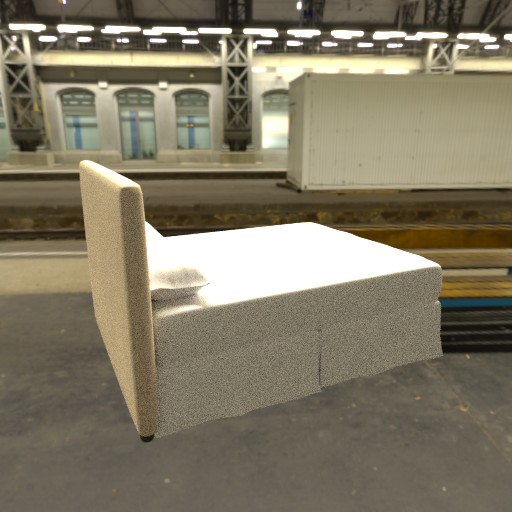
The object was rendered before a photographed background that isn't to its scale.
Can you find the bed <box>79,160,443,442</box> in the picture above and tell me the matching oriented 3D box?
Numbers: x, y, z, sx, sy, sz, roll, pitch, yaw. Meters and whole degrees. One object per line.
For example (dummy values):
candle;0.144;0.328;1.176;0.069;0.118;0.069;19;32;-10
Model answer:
bed;0.000;0.000;3.191;2.142;1.330;1.723;-8;18;-25
